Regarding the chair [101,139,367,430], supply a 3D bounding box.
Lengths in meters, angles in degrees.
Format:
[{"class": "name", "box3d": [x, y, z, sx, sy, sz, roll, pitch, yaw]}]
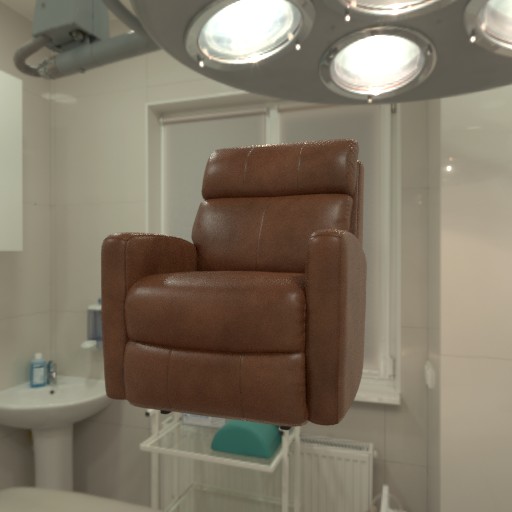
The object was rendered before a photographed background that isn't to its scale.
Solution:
[{"class": "chair", "box3d": [0.000, 0.000, 1.680, 0.787, 1.016, 0.939, 0, 0, 19]}]
